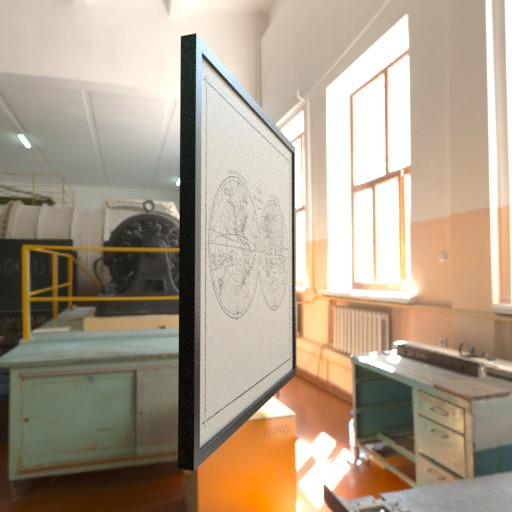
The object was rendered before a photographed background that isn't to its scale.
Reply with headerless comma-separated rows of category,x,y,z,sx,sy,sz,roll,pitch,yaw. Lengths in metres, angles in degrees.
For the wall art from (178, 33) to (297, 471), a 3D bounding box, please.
wall art,0.000,0.000,1.154,0.031,0.775,0.773,-1,-2,18
